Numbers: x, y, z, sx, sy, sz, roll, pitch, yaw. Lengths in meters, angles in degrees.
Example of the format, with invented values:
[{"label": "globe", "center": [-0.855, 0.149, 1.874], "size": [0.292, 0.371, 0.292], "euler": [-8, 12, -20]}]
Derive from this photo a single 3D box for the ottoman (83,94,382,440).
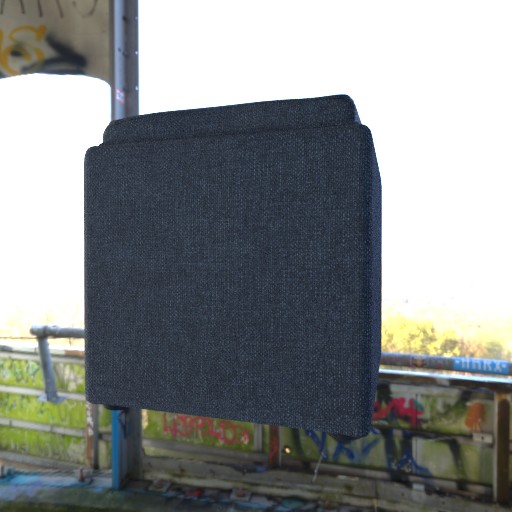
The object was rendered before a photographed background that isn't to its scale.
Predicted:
[{"label": "ottoman", "center": [0.000, 0.000, 0.851], "size": [0.454, 0.493, 0.436], "euler": [0, 1, 17]}]
